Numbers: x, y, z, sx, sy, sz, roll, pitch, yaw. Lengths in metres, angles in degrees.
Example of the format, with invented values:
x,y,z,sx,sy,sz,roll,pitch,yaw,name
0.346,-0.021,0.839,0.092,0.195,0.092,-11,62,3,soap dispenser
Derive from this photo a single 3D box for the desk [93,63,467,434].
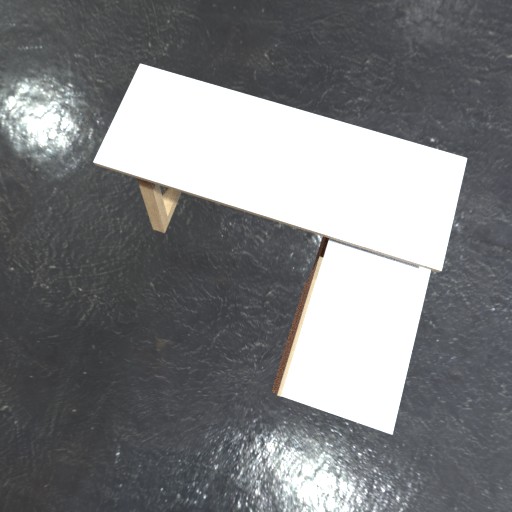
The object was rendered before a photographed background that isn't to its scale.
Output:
x,y,z,sx,sy,sz,roll,pitch,yaw,name
0.000,0.000,2.044,1.404,0.755,1.098,18,75,5,desk
